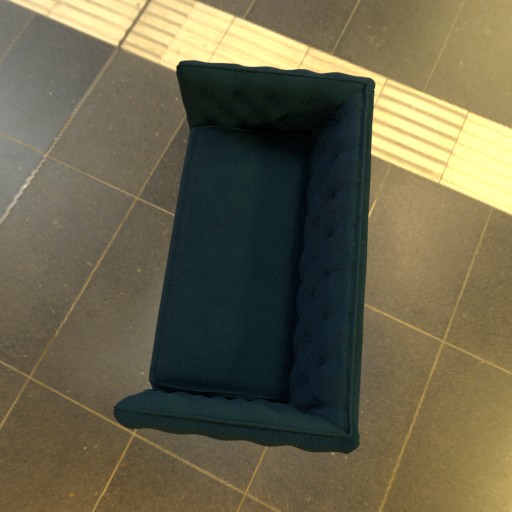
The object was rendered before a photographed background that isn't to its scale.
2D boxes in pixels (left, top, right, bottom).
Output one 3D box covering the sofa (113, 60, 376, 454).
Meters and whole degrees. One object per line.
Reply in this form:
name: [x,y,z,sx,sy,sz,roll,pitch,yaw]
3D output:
sofa: [0.000,0.000,2.124,0.909,0.810,1.583,6,75,2]
